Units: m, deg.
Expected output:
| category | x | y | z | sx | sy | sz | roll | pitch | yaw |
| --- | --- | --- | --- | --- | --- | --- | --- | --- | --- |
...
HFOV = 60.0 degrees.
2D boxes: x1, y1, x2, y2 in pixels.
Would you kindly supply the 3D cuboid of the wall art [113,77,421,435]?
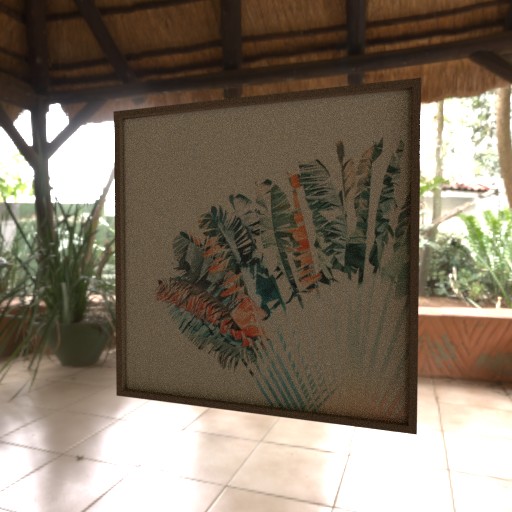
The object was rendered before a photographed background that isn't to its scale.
| category | x | y | z | sx | sy | sz | roll | pitch | yaw |
| --- | --- | --- | --- | --- | --- | --- | --- | --- | --- |
| wall art | 0.000 | 0.000 | 0.442 | 0.304 | 0.303 | 0.038 | 1 | 2 | 19 |
